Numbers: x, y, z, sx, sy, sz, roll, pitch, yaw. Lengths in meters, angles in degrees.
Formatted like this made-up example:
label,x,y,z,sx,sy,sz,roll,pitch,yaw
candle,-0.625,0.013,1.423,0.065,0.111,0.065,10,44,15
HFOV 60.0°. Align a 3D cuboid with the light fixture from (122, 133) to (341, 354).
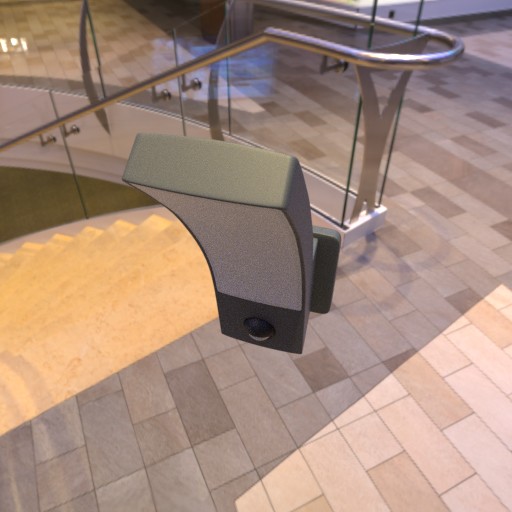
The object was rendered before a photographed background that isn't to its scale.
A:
label,x,y,z,sx,sy,sz,roll,pitch,yaw
light fixture,0.000,0.000,0.332,0.108,0.243,0.174,12,41,14
